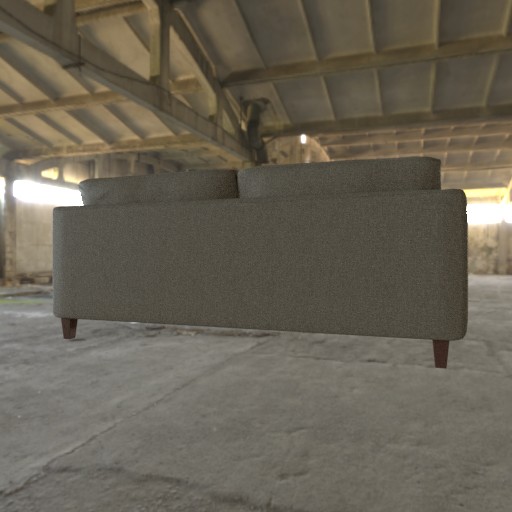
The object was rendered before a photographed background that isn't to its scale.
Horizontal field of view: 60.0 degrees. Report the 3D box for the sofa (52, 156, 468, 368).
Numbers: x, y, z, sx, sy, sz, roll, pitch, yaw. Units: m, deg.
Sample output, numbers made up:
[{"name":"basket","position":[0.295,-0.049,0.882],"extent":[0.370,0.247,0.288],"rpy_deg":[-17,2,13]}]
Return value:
[{"name":"sofa","position":[0.000,0.000,2.641],"extent":[2.208,0.960,0.956],"rpy_deg":[0,0,19]}]
